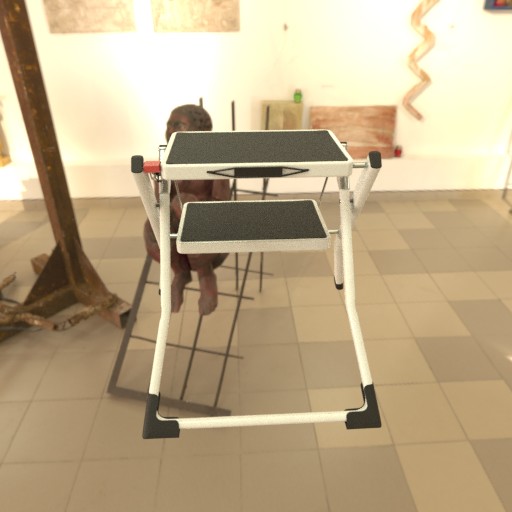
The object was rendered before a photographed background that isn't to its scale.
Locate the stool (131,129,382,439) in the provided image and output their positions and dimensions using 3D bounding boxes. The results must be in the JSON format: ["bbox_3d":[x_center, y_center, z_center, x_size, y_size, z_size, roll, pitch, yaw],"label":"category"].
[{"bbox_3d":[0.000,0.000,0.882,0.485,0.445,0.490,-2,31,-3],"label":"stool"}]
